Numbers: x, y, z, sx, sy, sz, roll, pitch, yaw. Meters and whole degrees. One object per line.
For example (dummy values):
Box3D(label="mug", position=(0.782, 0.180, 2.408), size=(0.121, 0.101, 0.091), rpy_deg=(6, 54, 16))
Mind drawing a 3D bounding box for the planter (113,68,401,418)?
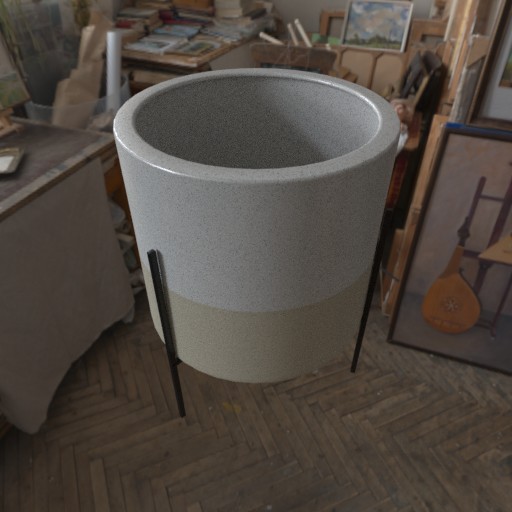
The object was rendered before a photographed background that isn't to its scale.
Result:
Box3D(label="planter", position=(0.000, 0.000, 0.717), size=(0.359, 0.484, 0.368), rpy_deg=(-11, 41, -13))
